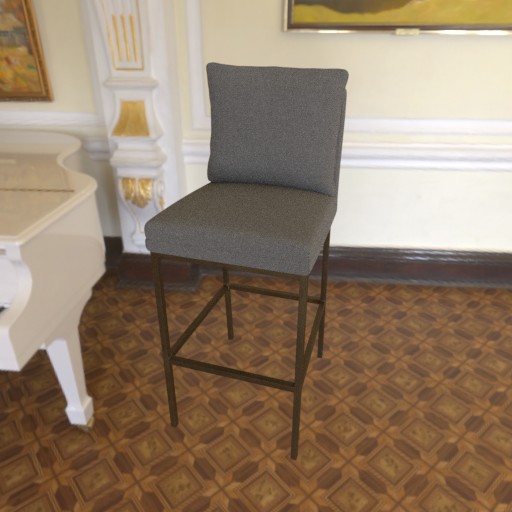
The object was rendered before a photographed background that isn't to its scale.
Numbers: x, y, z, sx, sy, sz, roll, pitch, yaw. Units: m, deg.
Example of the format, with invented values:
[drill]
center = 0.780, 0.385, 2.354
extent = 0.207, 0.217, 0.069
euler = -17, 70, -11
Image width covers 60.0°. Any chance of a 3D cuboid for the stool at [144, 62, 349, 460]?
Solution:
[stool]
center = 0.000, 0.000, 1.443
extent = 0.463, 1.132, 0.569
euler = 8, 28, 16
